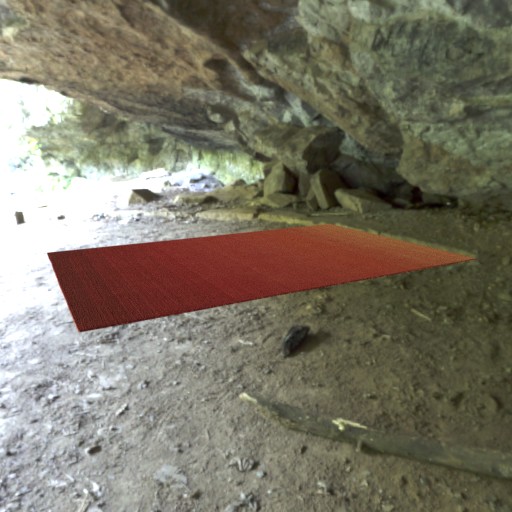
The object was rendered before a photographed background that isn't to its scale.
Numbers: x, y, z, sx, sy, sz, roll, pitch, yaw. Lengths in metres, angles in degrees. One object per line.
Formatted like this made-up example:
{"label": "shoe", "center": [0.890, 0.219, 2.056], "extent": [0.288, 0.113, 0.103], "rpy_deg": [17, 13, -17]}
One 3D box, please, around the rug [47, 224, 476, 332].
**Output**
{"label": "rug", "center": [0.000, 0.000, 2.964], "extent": [2.442, 0.010, 1.531], "rpy_deg": [-7, 16, -28]}
